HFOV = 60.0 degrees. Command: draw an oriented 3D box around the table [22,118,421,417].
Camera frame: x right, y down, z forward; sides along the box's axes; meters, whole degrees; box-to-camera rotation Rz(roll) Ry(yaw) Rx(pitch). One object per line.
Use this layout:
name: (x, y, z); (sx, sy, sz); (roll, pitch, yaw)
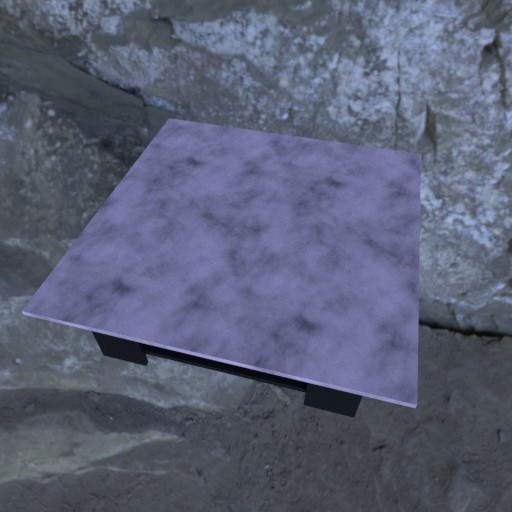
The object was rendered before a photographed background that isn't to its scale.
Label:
table: (0.000, 0.000, 1.353); (0.890, 0.305, 0.890); (11, 48, 10)
